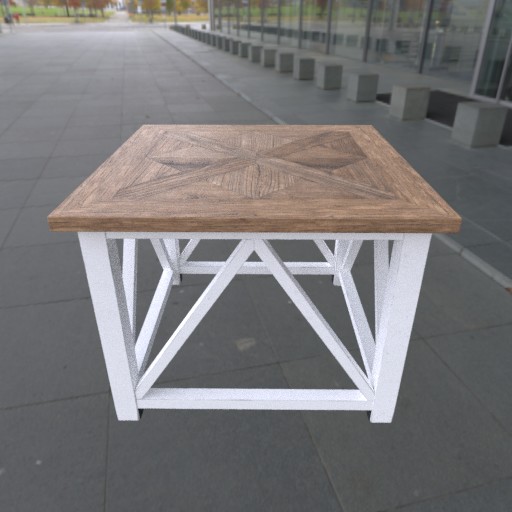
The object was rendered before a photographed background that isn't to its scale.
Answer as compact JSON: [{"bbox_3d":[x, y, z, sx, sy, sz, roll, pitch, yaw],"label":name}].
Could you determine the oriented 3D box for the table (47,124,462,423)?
[{"bbox_3d":[0.000,0.000,1.180,0.700,0.532,0.700,0,29,1],"label":"table"}]
